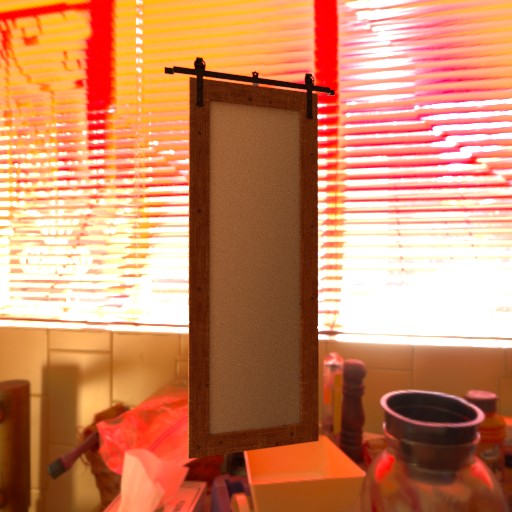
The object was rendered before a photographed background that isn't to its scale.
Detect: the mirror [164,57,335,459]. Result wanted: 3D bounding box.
[{"bbox_3d":[0.000,0.000,2.078,0.847,1.793,0.042,0,-1,-18],"label":"mirror"}]
